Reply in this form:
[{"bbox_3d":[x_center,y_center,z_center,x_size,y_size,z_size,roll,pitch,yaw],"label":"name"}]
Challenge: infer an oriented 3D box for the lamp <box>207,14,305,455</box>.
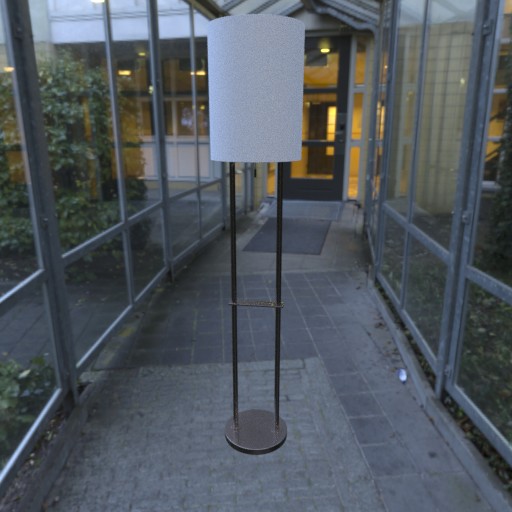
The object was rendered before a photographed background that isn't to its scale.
[{"bbox_3d":[0.000,0.000,1.596,0.306,1.500,0.305,2,16,9],"label":"lamp"}]
